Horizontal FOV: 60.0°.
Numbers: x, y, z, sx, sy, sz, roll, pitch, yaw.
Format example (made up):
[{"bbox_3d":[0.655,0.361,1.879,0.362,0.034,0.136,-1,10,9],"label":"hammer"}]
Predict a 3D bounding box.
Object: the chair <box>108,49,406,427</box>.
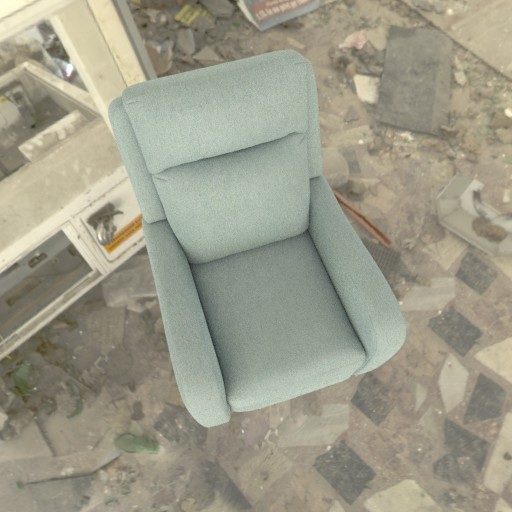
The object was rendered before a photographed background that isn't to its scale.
[{"bbox_3d":[0.000,0.000,1.671,0.785,1.067,0.988,-17,64,-8],"label":"chair"}]
